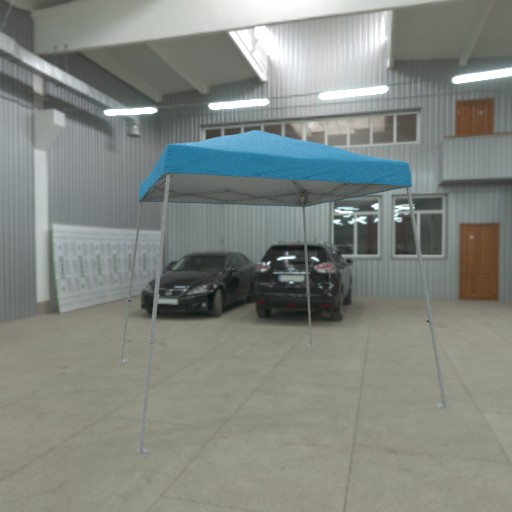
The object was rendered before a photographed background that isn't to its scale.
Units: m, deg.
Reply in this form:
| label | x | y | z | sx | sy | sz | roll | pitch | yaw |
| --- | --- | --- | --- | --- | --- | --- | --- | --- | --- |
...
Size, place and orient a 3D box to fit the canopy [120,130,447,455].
| label | x | y | z | sx | sy | sz | roll | pitch | yaw |
| --- | --- | --- | --- | --- | --- | --- | --- | --- | --- |
| canopy | 0.000 | 0.000 | 6.377 | 3.599 | 3.600 | 3.600 | 0 | 1 | -20 |
